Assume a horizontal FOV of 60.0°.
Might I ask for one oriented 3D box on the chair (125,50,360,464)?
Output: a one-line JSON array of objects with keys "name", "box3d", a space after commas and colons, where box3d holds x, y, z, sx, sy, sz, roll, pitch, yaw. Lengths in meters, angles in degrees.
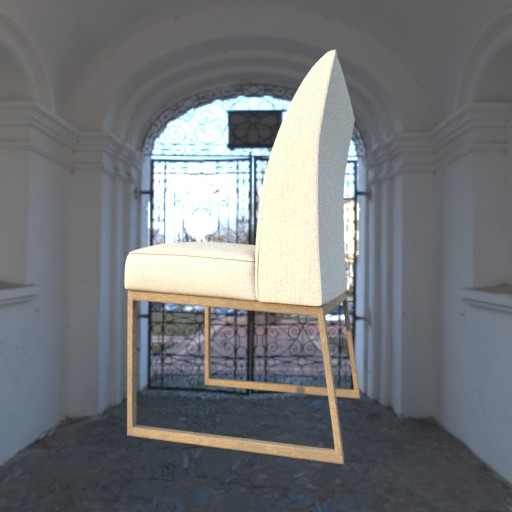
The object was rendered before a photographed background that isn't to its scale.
[{"name": "chair", "box3d": [0.000, 0.000, 1.217, 0.522, 0.863, 0.508, 0, -1, 17]}]
